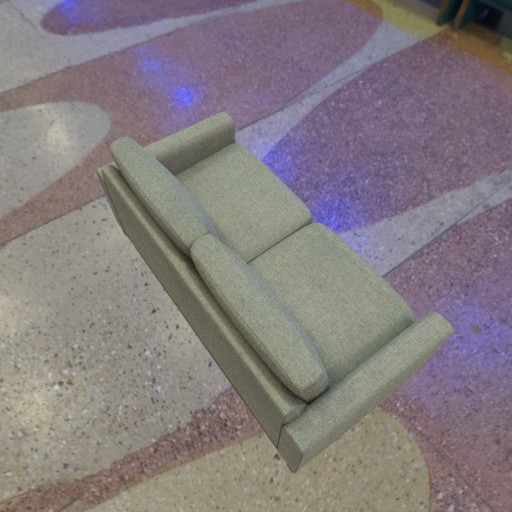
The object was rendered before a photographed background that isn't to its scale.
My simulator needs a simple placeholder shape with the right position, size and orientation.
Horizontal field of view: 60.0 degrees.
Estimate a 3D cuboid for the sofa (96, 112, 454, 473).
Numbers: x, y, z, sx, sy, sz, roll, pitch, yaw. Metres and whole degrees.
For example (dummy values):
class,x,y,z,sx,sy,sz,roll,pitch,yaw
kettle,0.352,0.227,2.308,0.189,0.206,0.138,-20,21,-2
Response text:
class,x,y,z,sx,sy,sz,roll,pitch,yaw
sofa,0.000,0.000,2.508,0.969,0.892,1.978,-31,61,-19
